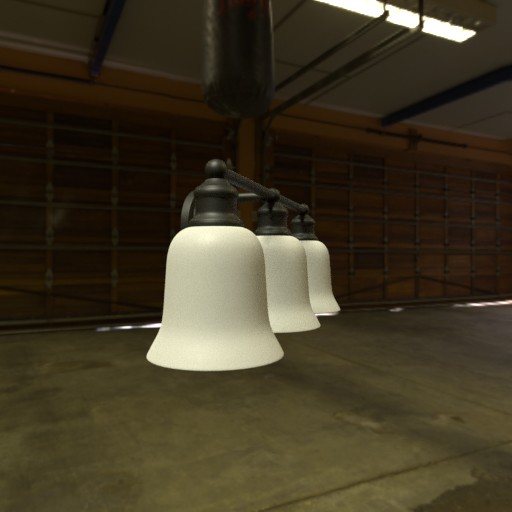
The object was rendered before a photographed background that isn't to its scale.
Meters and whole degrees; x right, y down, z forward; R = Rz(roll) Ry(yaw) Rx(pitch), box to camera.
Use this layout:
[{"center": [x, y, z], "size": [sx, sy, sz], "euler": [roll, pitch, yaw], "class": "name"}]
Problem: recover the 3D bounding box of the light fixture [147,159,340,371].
[{"center": [0.000, 0.000, 0.684], "size": [0.198, 0.211, 0.570], "euler": [0, 0, 19], "class": "light fixture"}]
